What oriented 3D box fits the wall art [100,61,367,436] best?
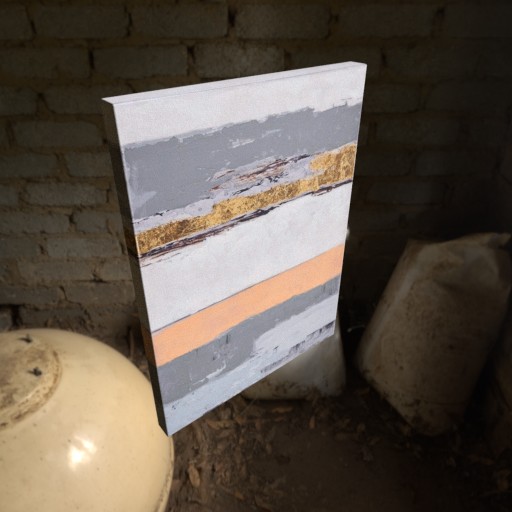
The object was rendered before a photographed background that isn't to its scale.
[{"bbox_3d":[0.000,0.000,0.805,0.456,0.609,0.038,-23,39,-32],"label":"wall art"}]
